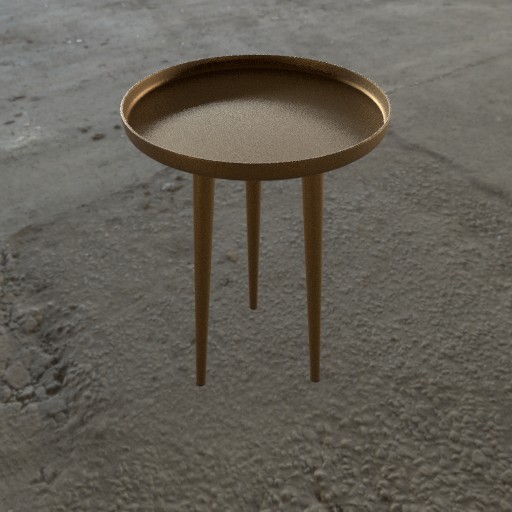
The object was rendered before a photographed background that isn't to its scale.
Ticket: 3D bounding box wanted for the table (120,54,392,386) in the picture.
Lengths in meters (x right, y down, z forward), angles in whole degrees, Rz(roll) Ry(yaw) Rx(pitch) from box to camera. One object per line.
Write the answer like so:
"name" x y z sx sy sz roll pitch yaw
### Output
"table" 0.000 0.000 0.659 0.299 0.480 0.299 -25 47 -26
